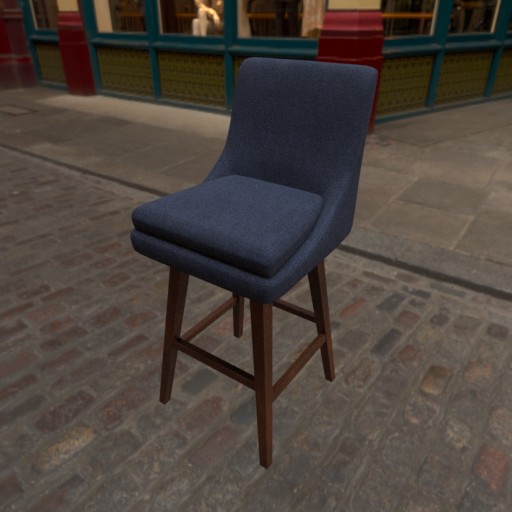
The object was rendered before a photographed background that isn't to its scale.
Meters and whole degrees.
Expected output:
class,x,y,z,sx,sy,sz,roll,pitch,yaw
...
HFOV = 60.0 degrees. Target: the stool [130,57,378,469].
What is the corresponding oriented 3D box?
class,x,y,z,sx,sy,sz,roll,pitch,yaw
stool,0.000,0.000,1.371,0.489,1.068,0.572,19,35,30
